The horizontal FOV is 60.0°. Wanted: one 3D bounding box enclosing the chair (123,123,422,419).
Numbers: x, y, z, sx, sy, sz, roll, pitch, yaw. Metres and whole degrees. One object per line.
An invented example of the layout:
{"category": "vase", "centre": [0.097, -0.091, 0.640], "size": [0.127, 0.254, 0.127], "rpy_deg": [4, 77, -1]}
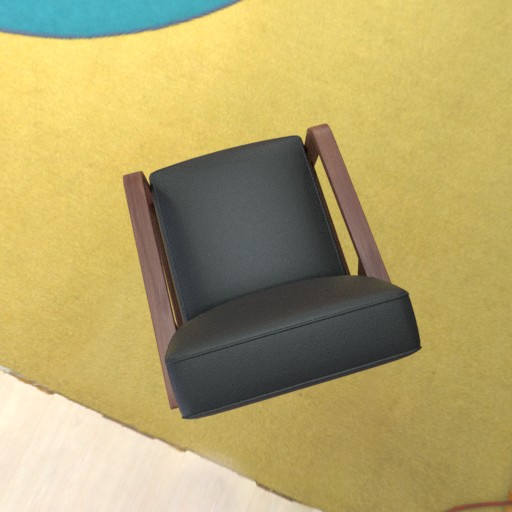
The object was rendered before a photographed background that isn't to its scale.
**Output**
{"category": "chair", "centre": [0.000, 0.000, 1.495], "size": [0.719, 0.861, 0.889], "rpy_deg": [-15, 76, -4]}
